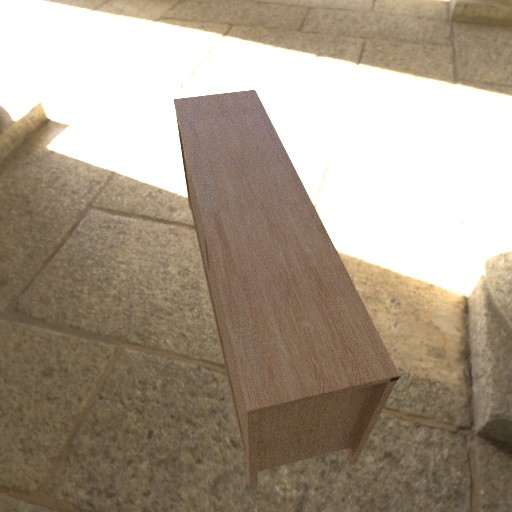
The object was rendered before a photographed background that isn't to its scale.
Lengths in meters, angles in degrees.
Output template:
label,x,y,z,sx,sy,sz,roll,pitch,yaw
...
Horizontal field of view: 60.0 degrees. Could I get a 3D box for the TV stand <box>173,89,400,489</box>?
label,x,y,z,sx,sy,sz,roll,pitch,yaw
TV stand,0.000,0.000,1.734,0.398,0.610,1.466,-10,48,-9
